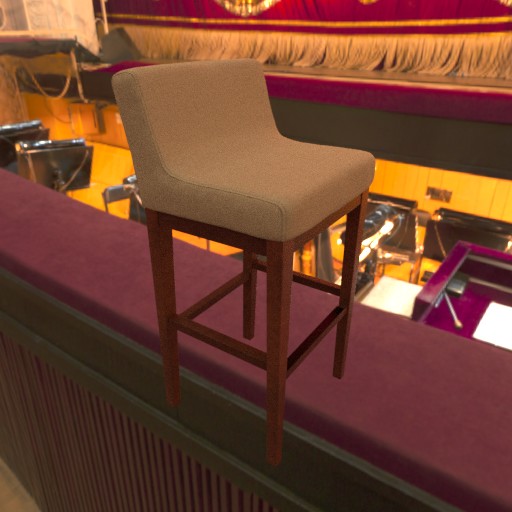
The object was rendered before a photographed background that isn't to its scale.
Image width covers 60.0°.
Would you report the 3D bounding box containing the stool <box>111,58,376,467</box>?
[{"bbox_3d":[0.000,0.000,1.306,0.500,1.037,0.511,17,32,30],"label":"stool"}]
